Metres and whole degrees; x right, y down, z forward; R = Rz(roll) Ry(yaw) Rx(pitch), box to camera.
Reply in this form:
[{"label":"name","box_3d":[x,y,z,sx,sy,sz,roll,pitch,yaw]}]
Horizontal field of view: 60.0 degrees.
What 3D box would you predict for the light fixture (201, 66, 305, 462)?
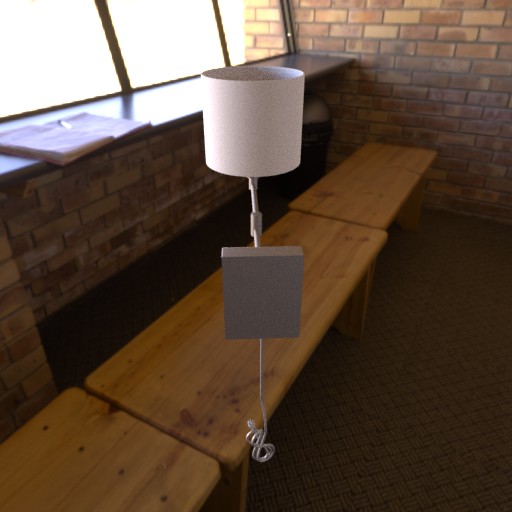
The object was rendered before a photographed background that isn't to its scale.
[{"label":"light fixture","box_3d":[0.000,0.000,0.901,0.203,0.651,0.516,-1,30,-2]}]
